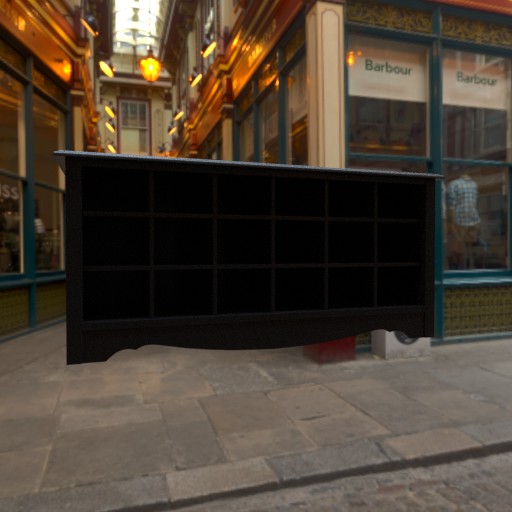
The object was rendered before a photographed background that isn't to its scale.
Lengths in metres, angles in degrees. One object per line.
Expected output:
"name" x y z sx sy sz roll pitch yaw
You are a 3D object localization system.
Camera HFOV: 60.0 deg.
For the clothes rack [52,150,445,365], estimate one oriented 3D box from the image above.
"clothes rack" 0.000 0.000 1.510 1.219 0.556 0.406 0 1 -18
